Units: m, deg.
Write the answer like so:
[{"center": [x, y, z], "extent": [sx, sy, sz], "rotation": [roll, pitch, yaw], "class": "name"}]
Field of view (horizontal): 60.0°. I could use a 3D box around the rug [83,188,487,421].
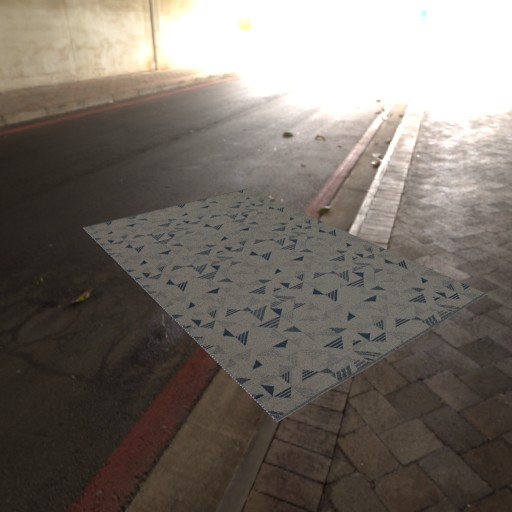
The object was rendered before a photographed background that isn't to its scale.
[{"center": [0.000, 0.000, 2.306], "extent": [1.206, 0.003, 1.835], "rotation": [-19, 33, -32], "class": "rug"}]
